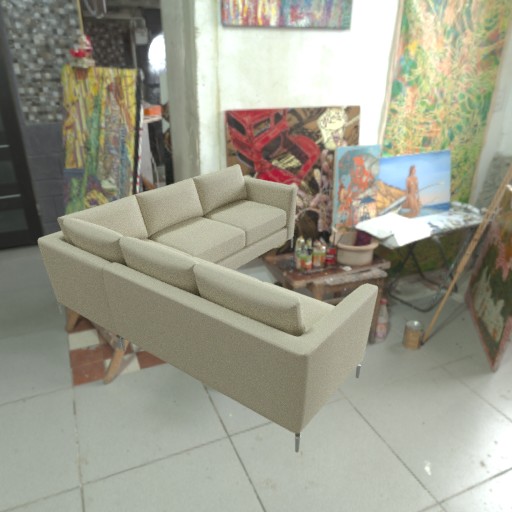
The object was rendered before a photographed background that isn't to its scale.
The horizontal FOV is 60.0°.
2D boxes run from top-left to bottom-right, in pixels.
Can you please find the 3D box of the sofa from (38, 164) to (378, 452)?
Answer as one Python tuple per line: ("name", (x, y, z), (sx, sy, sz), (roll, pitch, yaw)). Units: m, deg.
("sofa", (0.000, 0.000, 3.739), (2.430, 0.867, 2.448), (18, 30, 33))
